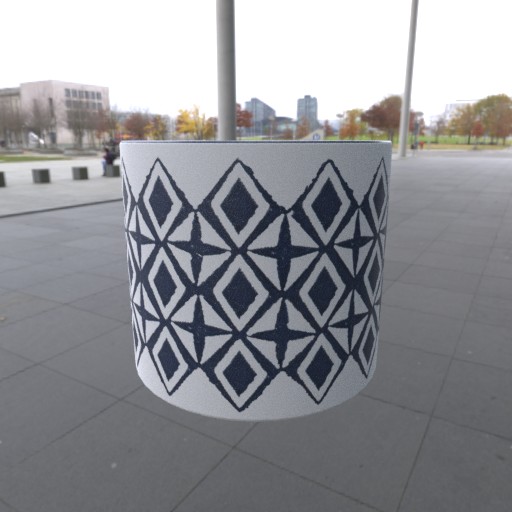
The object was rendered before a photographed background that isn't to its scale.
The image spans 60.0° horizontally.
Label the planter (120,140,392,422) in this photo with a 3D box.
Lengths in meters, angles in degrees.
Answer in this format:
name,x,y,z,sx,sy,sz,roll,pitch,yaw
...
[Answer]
name,x,y,z,sx,sy,sz,roll,pitch,yaw
planter,0.000,0.000,0.403,0.224,0.203,0.224,0,15,0
